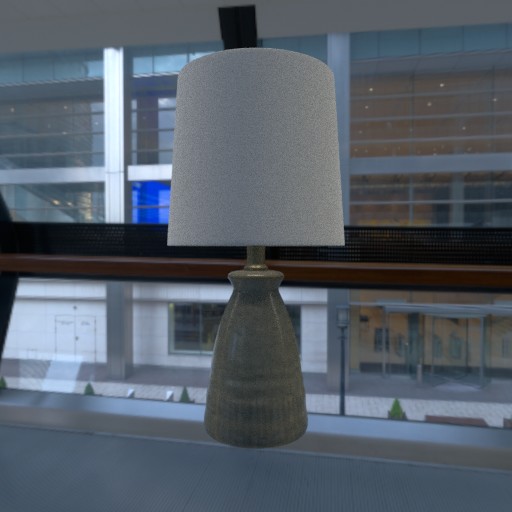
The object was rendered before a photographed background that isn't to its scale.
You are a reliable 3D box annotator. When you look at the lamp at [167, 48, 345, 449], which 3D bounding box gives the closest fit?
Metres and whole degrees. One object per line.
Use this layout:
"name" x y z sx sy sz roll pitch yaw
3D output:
"lamp" 0.000 0.000 0.475 0.186 0.369 0.186 0 1 0
